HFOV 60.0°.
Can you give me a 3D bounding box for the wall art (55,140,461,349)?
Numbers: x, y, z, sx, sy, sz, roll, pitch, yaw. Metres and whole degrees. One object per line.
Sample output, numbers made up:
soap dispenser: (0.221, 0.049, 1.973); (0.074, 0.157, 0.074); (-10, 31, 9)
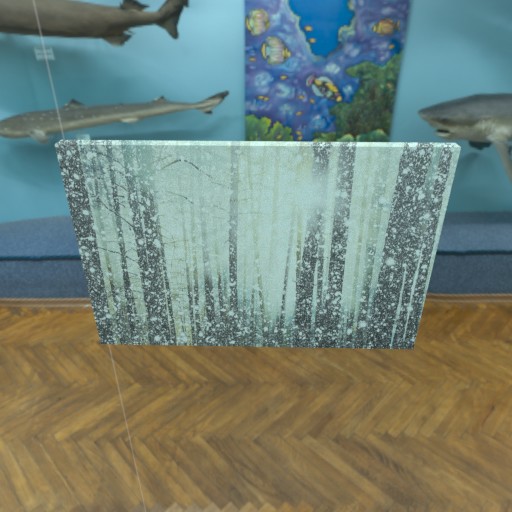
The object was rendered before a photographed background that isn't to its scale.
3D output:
wall art: (0.000, 0.000, 1.168); (0.919, 0.598, 0.038); (1, 30, 1)
